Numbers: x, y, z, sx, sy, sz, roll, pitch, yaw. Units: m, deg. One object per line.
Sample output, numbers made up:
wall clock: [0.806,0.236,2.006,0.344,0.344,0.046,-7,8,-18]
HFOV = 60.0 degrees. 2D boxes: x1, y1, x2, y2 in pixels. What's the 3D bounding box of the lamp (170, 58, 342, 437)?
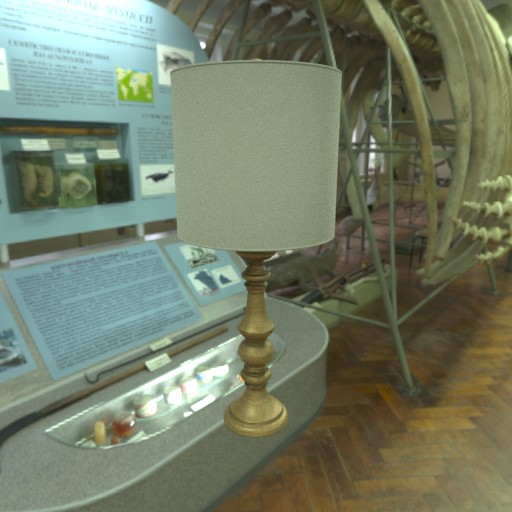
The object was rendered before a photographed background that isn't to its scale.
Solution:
lamp: [0.000,0.000,0.724,0.250,0.597,0.250,2,15,8]
